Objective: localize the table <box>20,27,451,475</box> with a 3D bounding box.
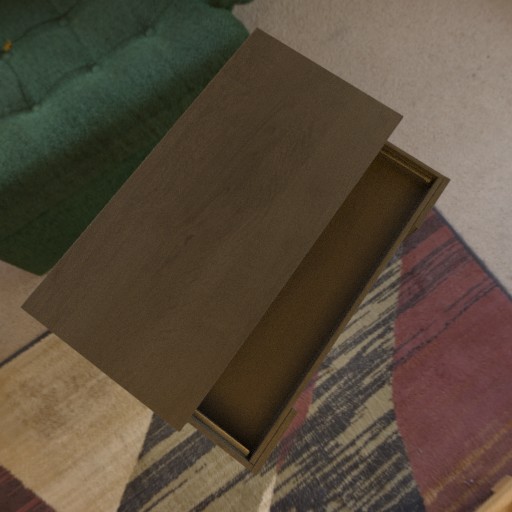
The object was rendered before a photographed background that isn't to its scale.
[{"bbox_3d":[0.000,0.000,1.413,0.711,0.570,1.000,35,79,8],"label":"table"}]
